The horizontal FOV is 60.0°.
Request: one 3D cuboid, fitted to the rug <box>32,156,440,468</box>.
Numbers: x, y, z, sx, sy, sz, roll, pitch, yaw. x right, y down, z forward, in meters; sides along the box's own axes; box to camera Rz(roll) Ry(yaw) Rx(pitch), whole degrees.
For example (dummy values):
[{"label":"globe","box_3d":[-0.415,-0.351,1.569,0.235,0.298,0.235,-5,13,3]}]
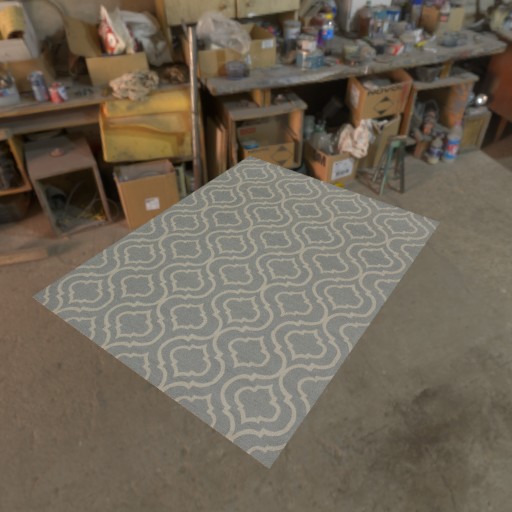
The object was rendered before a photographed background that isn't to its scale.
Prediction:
[{"label":"rug","box_3d":[0.000,0.000,3.892,2.283,0.006,2.892,25,46,27]}]
